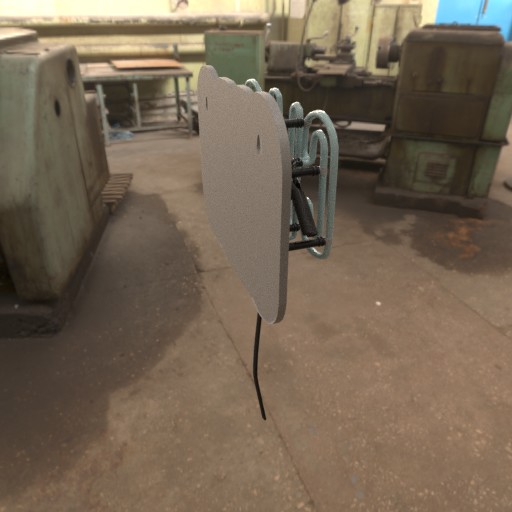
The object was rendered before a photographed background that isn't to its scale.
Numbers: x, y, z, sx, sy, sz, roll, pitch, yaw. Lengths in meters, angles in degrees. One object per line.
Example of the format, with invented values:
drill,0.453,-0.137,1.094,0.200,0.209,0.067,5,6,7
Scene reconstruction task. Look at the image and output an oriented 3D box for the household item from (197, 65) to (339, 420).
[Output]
household item,0.000,0.000,0.387,0.042,0.294,0.211,-10,31,-16
